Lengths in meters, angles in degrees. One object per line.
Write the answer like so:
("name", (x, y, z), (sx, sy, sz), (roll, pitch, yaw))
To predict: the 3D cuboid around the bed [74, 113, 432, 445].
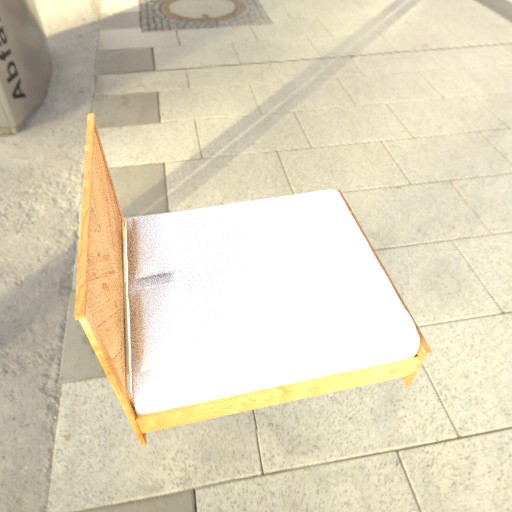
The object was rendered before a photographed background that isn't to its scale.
("bed", (0.000, 0.000, 3.526), (2.201, 1.686, 1.936), (-9, 48, -9))
